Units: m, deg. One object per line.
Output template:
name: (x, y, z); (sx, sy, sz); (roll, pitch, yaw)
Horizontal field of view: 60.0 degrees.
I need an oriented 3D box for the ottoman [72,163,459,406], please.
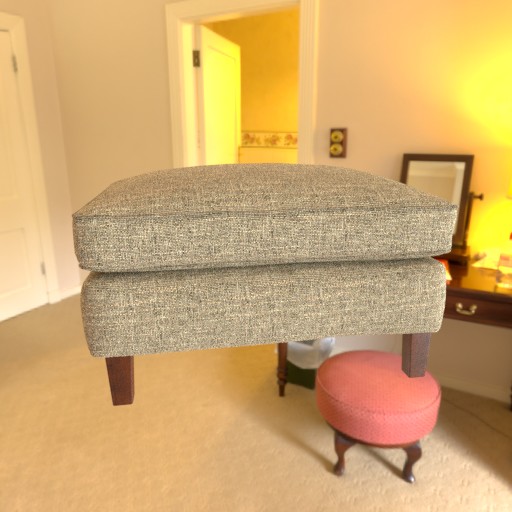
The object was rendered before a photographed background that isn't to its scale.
ottoman: (0.000, 0.000, 0.997); (0.686, 0.406, 0.508); (-3, 16, -9)
